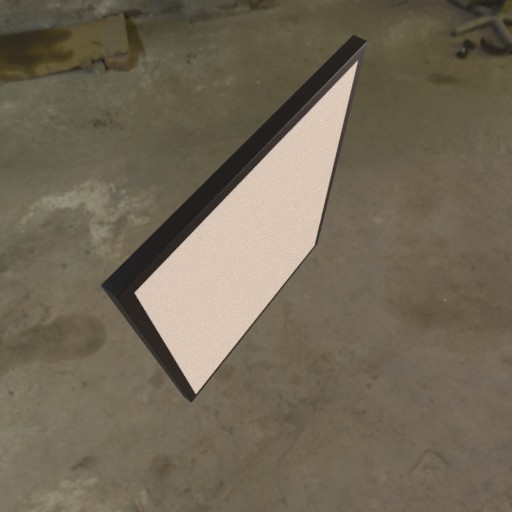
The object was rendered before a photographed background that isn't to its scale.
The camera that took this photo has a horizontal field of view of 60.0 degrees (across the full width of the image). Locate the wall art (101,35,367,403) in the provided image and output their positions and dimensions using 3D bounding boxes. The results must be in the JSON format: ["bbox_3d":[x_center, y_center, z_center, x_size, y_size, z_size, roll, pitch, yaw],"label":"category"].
[{"bbox_3d":[0.000,0.000,0.694,0.021,0.509,0.430,34,67,17],"label":"wall art"}]
